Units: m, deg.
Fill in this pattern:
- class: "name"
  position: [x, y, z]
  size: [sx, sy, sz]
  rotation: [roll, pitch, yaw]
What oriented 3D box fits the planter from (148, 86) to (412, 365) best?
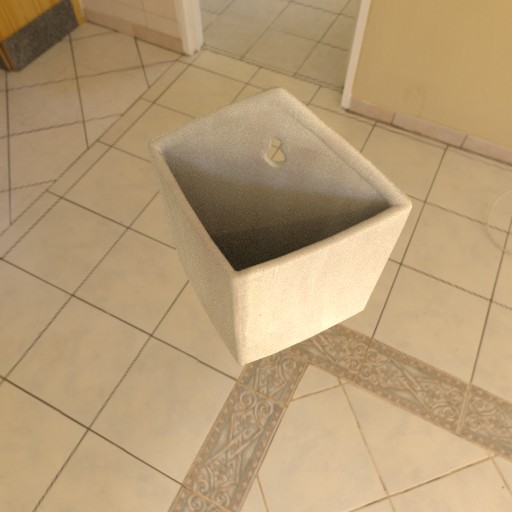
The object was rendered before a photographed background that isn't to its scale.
- class: "planter"
  position: [0.000, 0.000, 0.276]
  size: [0.163, 0.194, 0.080]
  rotation: [15, 59, 9]
